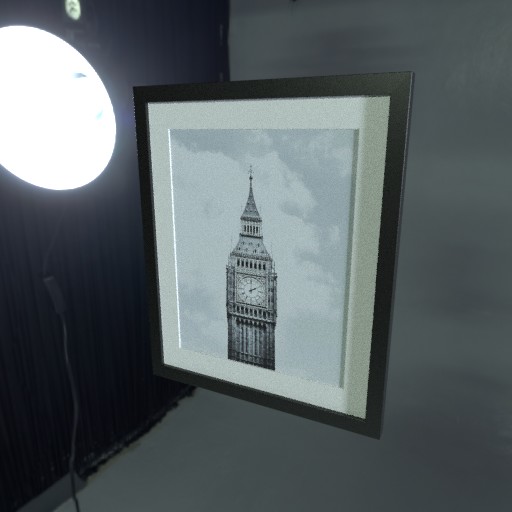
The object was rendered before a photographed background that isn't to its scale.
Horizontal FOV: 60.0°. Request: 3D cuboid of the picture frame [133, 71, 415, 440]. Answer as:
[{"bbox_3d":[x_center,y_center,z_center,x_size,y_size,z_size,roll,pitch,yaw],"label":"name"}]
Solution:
[{"bbox_3d":[0.000,0.000,0.753,0.460,0.556,0.028,8,17,25],"label":"picture frame"}]
